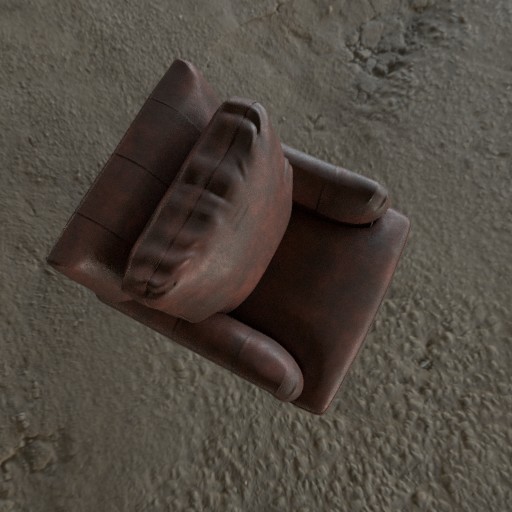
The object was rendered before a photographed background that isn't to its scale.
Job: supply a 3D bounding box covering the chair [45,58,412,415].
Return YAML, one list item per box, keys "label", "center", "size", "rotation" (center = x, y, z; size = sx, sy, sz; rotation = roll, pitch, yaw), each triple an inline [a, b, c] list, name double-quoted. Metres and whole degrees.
- label: "chair"
  center: [0.000, 0.000, 1.946]
  size: [1.156, 1.051, 0.987]
  rotation: [27, 78, 6]
